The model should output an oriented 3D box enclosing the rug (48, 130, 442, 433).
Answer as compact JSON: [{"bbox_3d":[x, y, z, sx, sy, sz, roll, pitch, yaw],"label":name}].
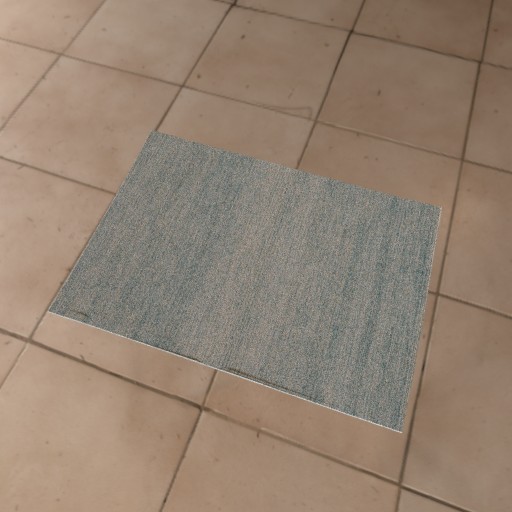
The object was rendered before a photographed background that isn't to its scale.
[{"bbox_3d":[0.000,0.000,3.023,2.306,0.030,1.613,17,64,8],"label":"rug"}]
